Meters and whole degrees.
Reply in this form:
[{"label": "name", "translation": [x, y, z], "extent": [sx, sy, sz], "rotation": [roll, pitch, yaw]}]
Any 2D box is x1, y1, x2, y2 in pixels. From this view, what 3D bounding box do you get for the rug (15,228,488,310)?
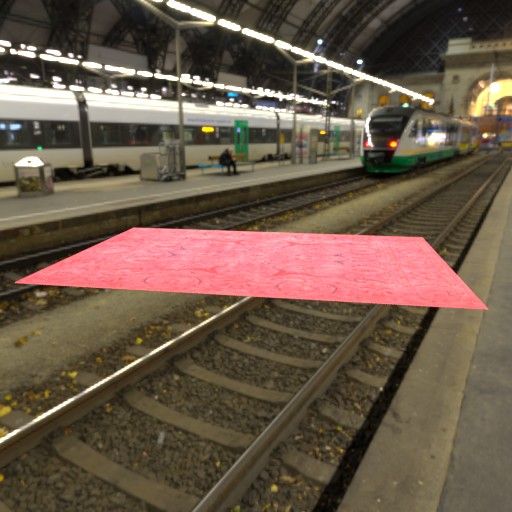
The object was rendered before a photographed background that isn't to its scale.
[{"label": "rug", "translation": [0.000, 0.000, 2.966], "extent": [2.423, 0.010, 1.534], "rotation": [2, 15, 9]}]
